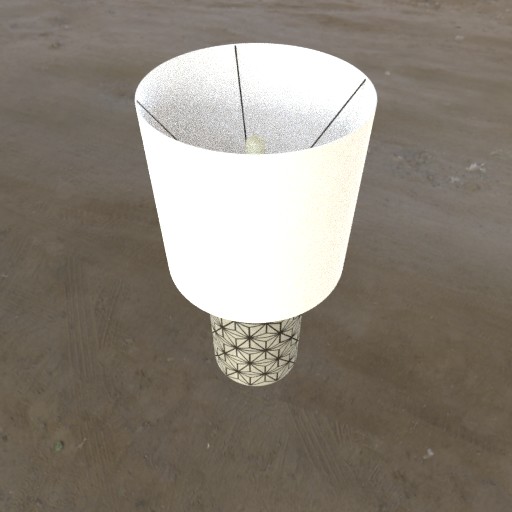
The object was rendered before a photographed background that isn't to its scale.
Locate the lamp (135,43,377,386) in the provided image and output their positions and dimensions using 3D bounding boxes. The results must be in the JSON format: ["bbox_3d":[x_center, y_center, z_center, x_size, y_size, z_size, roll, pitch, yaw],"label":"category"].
[{"bbox_3d":[0.000,0.000,0.533,0.206,0.416,0.206,-9,46,-8],"label":"lamp"}]
